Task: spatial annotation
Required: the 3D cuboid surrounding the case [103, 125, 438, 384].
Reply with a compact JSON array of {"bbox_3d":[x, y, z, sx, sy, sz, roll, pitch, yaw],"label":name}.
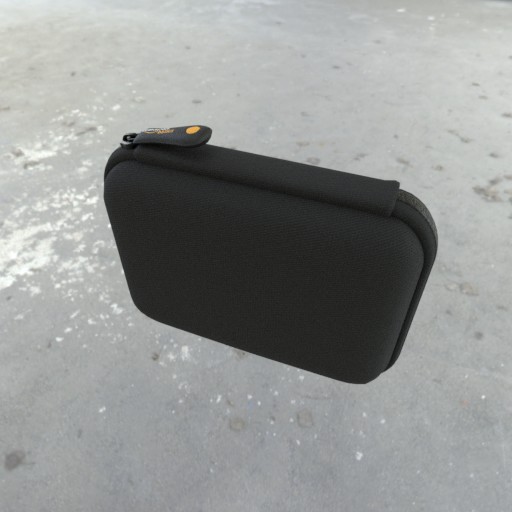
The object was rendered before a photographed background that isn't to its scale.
[{"bbox_3d":[0.000,0.000,0.184,0.132,0.105,0.038,15,44,15],"label":"case"}]
